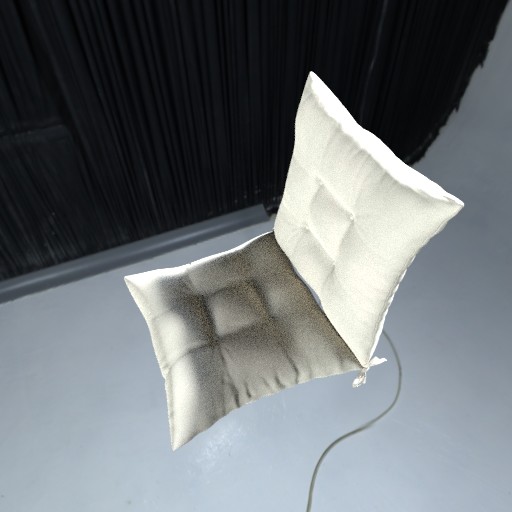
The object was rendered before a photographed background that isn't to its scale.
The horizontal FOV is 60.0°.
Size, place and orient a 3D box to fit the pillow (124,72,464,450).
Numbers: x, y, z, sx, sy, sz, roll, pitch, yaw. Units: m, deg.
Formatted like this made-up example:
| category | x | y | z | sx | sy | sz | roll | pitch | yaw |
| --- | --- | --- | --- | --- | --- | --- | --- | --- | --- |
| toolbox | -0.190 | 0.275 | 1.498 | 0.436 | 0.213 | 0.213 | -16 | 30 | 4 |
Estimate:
| category | x | y | z | sx | sy | sz | roll | pitch | yaw |
| --- | --- | --- | --- | --- | --- | --- | --- | --- | --- |
| pillow | 0.000 | 0.000 | 0.982 | 0.585 | 0.536 | 0.541 | -18 | 50 | -15 |
